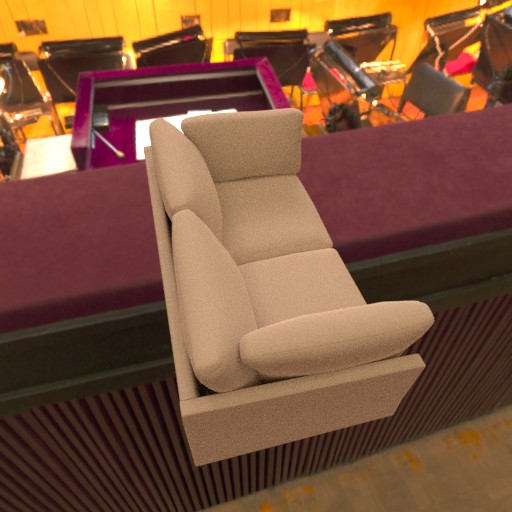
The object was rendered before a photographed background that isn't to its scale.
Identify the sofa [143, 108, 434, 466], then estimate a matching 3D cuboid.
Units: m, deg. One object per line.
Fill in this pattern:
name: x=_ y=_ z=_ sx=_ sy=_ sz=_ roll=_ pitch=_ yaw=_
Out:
sofa: x=0.000 y=0.000 z=2.326 sx=0.970 sy=0.836 sz=1.776 roll=-11 pitch=48 yaw=-10
